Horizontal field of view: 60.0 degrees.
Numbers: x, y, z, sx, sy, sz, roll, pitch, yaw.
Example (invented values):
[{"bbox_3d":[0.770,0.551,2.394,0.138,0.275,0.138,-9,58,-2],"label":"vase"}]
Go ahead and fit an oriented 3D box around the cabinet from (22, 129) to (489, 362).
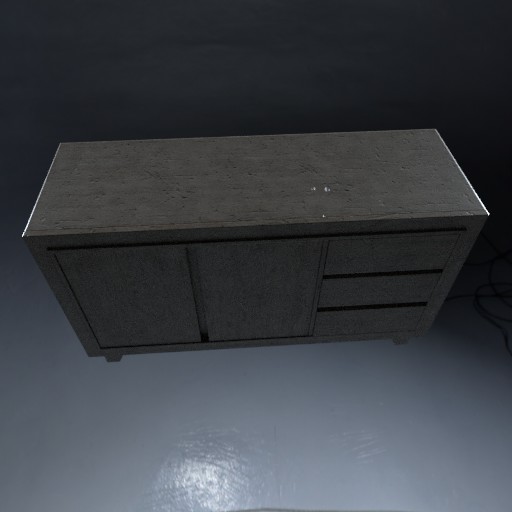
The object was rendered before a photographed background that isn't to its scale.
[{"bbox_3d":[0.000,0.000,1.854,1.460,0.825,0.511,-3,48,-3],"label":"cabinet"}]
